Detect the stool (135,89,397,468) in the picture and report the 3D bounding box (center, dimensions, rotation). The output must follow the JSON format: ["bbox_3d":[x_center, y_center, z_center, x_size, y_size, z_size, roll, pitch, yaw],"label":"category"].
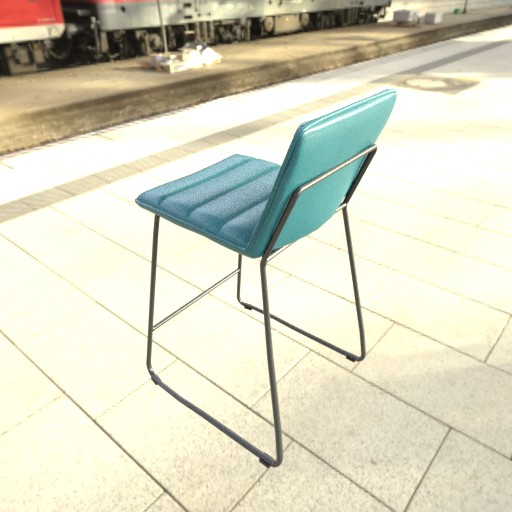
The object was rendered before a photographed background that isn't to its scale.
[{"bbox_3d":[0.000,0.000,1.186,0.524,0.866,0.489,23,39,31],"label":"stool"}]
